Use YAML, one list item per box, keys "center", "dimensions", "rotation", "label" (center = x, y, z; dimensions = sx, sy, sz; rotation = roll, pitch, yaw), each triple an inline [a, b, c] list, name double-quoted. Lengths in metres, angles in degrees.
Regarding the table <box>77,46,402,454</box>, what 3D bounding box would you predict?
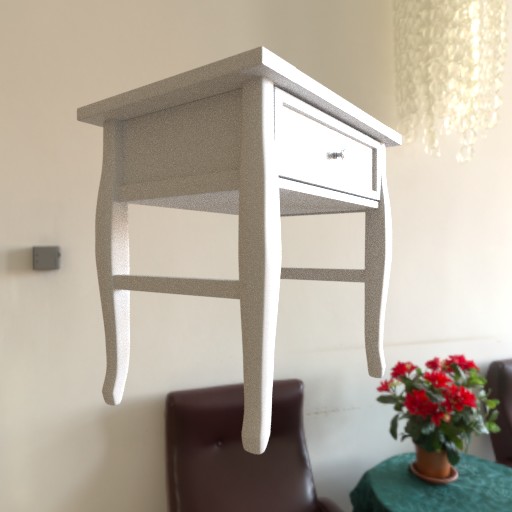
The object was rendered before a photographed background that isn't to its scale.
- center: [0.000, 0.000, 1.005]
  dimensions: [0.463, 0.605, 0.599]
  rotation: [0, 1, 36]
  label: "table"
